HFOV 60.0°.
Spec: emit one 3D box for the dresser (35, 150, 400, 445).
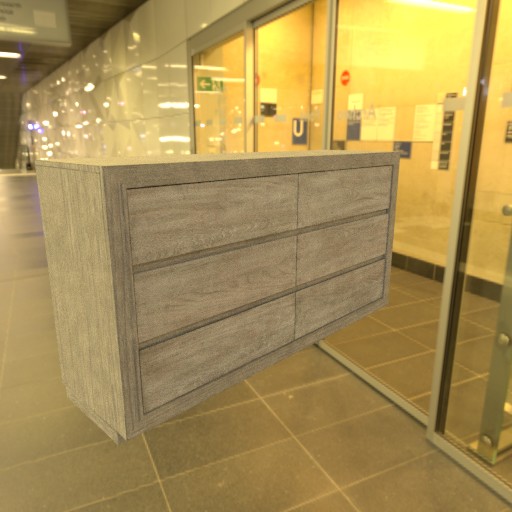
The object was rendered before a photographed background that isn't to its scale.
[{"bbox_3d":[0.000,0.000,1.997,0.483,0.889,1.628,14,21,43],"label":"dresser"}]
